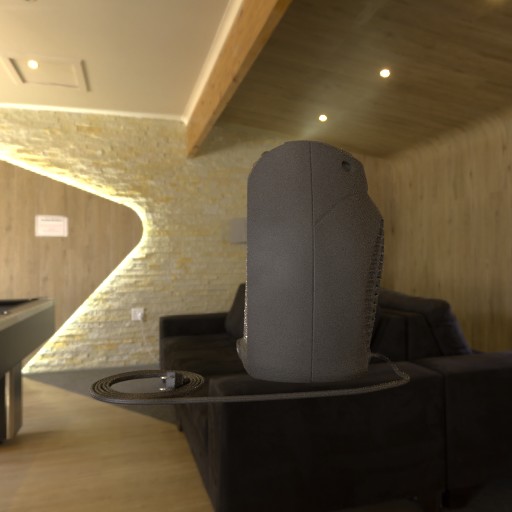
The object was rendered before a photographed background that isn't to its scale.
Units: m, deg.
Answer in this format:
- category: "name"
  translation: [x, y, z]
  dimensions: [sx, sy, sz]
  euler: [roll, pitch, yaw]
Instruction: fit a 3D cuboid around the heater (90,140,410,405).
- category: "heater"
  translation: [0.000, 0.000, 0.466]
  dimensions: [0.291, 0.240, 0.239]
  euler: [0, -1, -1]
